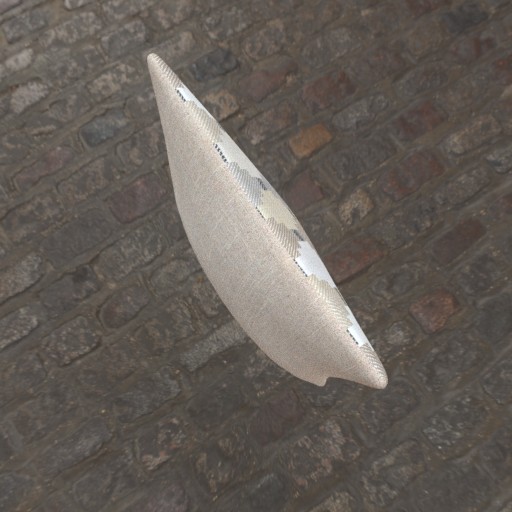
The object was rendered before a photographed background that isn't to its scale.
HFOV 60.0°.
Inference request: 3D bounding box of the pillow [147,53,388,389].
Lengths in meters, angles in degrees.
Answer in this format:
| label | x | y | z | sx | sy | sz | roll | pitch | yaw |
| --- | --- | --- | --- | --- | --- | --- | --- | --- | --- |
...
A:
| label | x | y | z | sx | sy | sz | roll | pitch | yaw |
| --- | --- | --- | --- | --- | --- | --- | --- | --- | --- |
| pillow | 0.000 | 0.000 | 0.841 | 0.192 | 0.558 | 0.578 | -32 | 77 | -8 |
